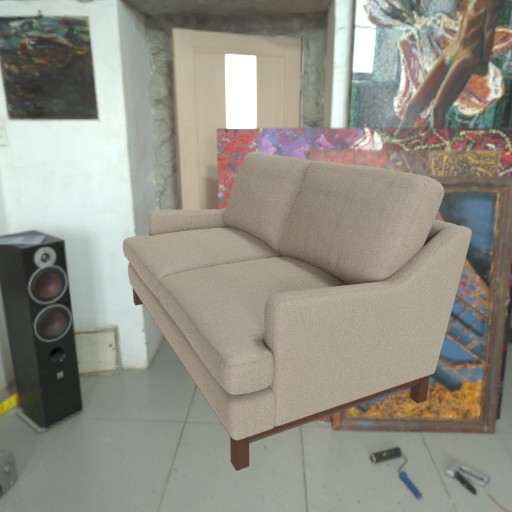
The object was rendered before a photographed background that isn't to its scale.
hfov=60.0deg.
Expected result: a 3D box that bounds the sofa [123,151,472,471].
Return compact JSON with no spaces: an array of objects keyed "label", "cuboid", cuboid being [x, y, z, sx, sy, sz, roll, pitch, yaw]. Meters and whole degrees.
[{"label":"sofa","cuboid":[0.000,0.000,2.164,1.004,0.910,1.619,-8,19,-25]}]
